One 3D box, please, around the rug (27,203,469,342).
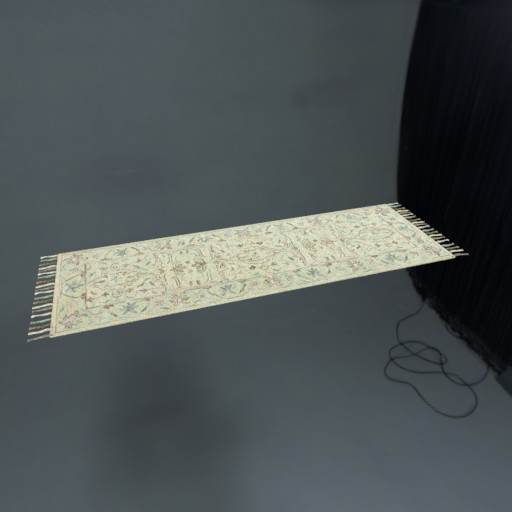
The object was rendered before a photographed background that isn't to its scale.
[{"bbox_3d":[0.000,0.000,2.642,2.440,0.013,0.769,-10,33,-15],"label":"rug"}]
